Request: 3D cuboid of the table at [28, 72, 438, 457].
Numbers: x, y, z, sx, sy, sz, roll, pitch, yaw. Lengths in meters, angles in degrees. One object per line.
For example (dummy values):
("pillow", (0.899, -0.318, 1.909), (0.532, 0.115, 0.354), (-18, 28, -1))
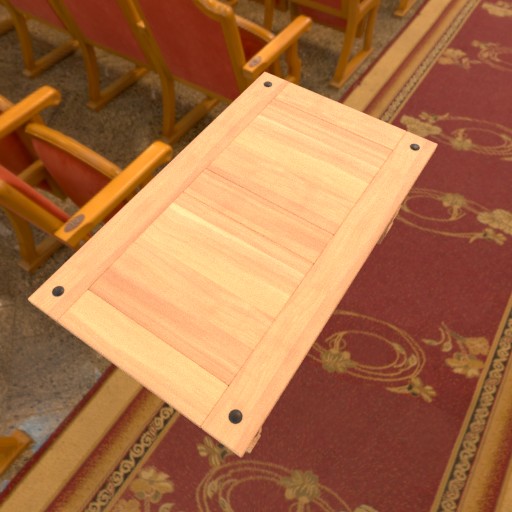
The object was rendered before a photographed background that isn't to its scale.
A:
("table", (0.000, 0.000, 1.334), (0.600, 0.437, 1.000), (30, 63, 17))
